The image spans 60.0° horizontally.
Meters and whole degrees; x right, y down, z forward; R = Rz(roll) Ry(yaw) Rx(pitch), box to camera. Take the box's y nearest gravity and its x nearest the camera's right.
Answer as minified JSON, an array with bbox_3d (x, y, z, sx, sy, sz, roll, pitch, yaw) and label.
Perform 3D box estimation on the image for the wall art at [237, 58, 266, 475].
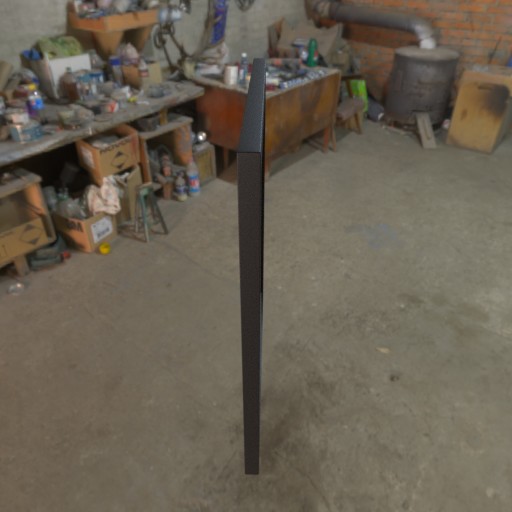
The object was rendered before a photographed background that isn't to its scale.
[{"bbox_3d":[0.000,0.000,0.707,0.021,0.509,0.430,1,34,1],"label":"wall art"}]
